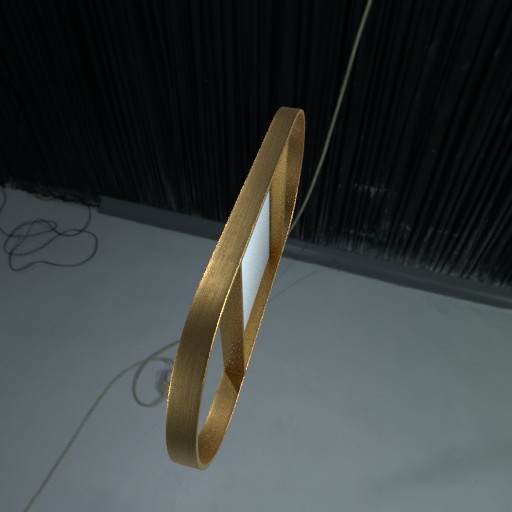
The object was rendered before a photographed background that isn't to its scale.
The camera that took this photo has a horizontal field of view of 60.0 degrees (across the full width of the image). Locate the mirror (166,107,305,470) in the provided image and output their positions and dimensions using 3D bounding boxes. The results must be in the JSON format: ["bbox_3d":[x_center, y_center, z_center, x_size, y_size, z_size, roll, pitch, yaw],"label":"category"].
[{"bbox_3d":[0.000,0.000,0.642,0.032,0.254,0.584,11,48,10],"label":"mirror"}]
